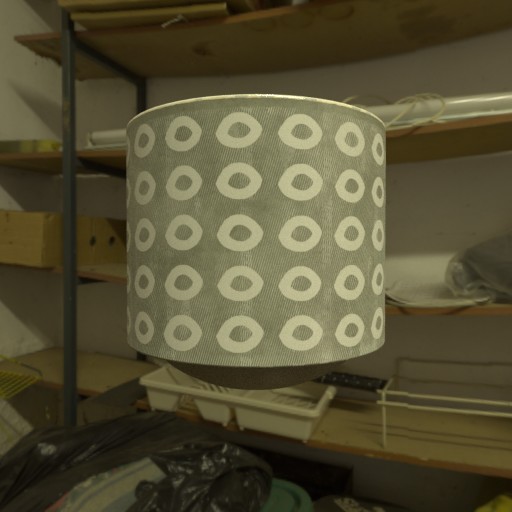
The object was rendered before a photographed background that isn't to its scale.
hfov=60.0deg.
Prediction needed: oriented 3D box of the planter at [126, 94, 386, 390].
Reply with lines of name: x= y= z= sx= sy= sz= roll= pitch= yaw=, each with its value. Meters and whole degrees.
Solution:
planter: x=0.000 y=0.000 z=0.340 sx=0.190 sy=0.181 sz=0.190 roll=0 pitch=1 yaw=0
